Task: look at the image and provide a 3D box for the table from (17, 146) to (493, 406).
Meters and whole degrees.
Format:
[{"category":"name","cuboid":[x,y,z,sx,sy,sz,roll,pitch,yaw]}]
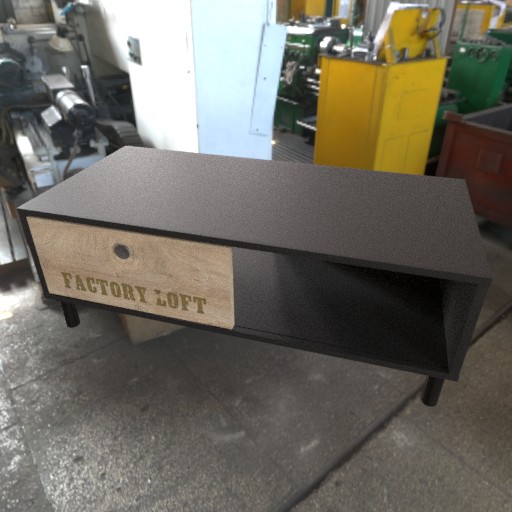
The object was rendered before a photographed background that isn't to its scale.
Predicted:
[{"category":"table","cuboid":[0.000,0.000,1.300,1.100,0.400,0.550,9,33,14]}]
